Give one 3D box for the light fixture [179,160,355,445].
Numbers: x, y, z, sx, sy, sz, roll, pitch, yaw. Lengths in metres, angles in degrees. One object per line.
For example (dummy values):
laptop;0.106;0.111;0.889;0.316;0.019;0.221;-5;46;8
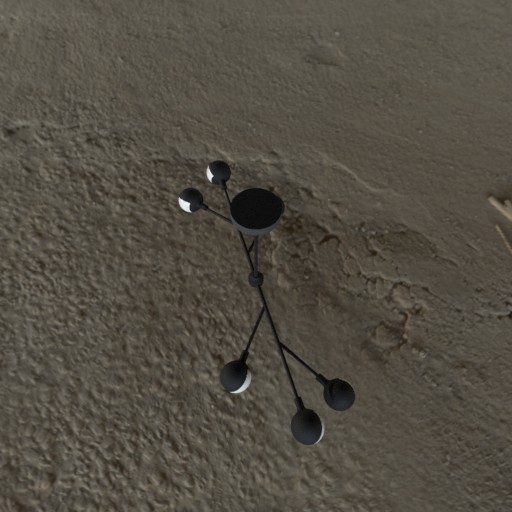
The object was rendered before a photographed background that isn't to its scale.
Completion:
light fixture;0.000;0.000;1.016;0.434;0.362;0.778;-1;59;-1
